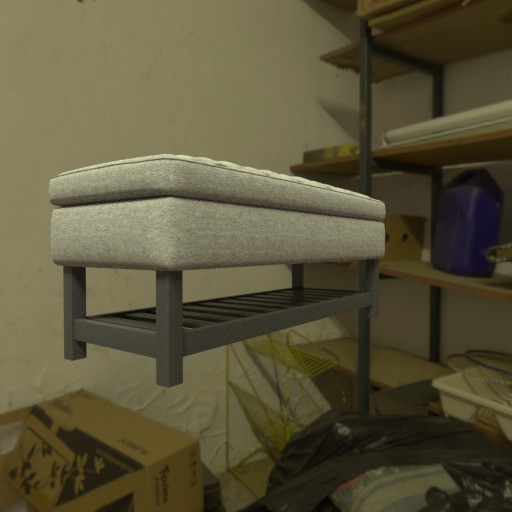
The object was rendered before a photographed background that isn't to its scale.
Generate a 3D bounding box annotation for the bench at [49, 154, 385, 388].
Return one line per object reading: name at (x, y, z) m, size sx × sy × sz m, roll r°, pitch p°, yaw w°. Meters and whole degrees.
bench at (0.000, 0.000, 1.349) m, size 0.429 × 0.470 × 1.100 m, roll 1°, pitch 2°, yaw 37°
